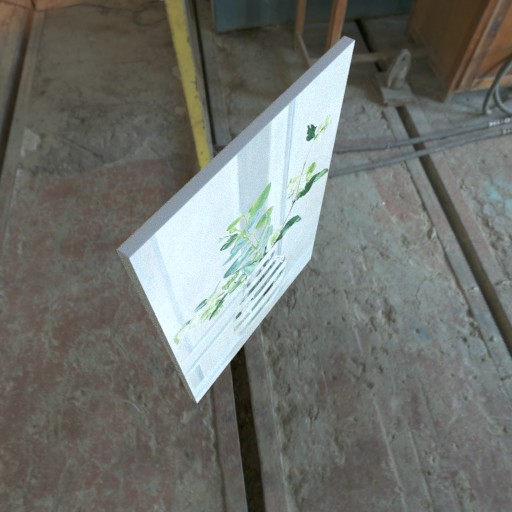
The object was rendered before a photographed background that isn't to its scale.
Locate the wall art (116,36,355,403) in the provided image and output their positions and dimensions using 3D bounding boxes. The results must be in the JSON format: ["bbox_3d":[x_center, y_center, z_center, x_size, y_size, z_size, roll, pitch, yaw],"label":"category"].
[{"bbox_3d":[0.000,0.000,1.605,0.038,1.212,0.914,32,64,18],"label":"wall art"}]
